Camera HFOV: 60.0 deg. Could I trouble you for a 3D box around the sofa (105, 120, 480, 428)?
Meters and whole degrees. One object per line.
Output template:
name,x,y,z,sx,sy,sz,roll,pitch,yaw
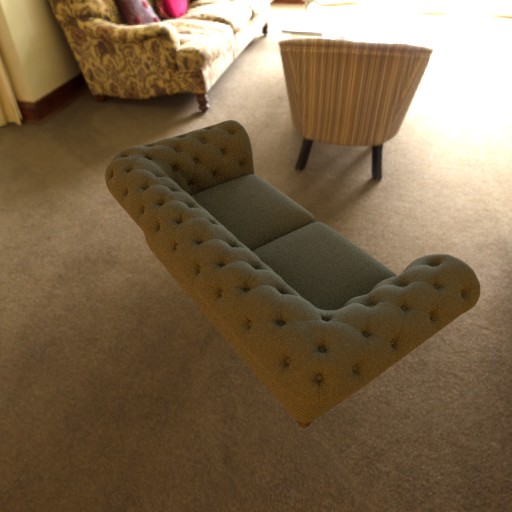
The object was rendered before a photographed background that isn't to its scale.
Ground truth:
sofa,0.000,0.000,2.454,0.986,0.764,1.998,-26,47,-26
